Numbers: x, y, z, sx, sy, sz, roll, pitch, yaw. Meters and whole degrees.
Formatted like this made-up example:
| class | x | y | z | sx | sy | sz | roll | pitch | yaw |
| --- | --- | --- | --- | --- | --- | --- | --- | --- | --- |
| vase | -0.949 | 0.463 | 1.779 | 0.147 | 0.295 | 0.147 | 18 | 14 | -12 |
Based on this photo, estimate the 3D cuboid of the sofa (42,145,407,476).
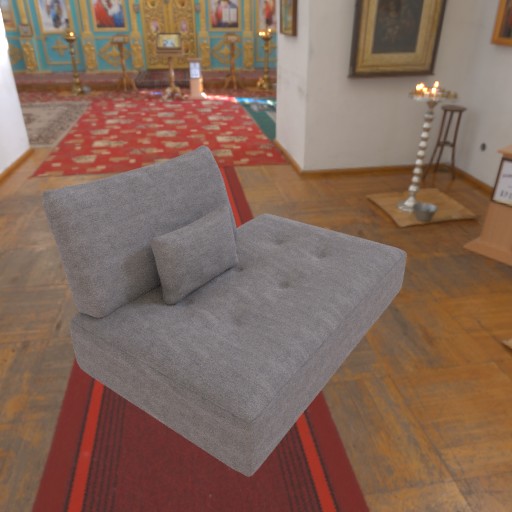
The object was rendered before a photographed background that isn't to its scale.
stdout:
| class | x | y | z | sx | sy | sz | roll | pitch | yaw |
| --- | --- | --- | --- | --- | --- | --- | --- | --- | --- |
| sofa | 0.000 | 0.000 | 2.046 | 1.002 | 0.820 | 1.450 | 18 | 32 | 31 |
